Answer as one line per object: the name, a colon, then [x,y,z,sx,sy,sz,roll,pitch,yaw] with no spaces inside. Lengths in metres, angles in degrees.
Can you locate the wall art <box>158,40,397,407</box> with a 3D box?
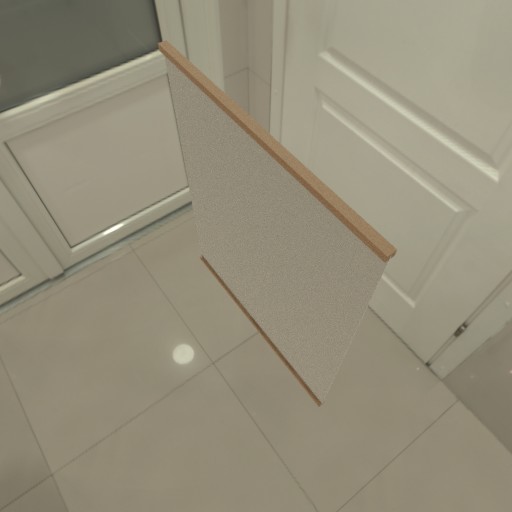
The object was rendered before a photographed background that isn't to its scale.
wall art: [0.000,0.000,0.693,0.012,0.508,0.405,-32,62,-19]
